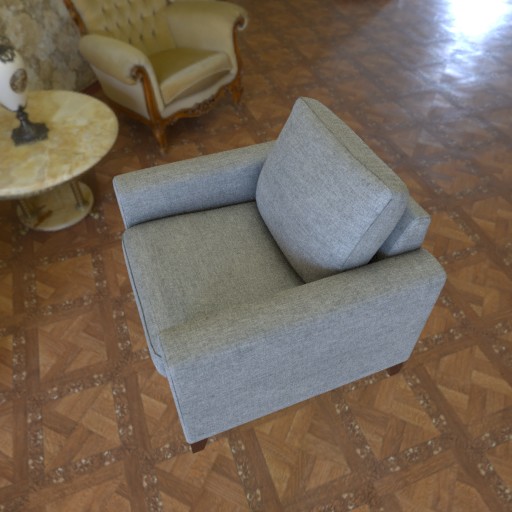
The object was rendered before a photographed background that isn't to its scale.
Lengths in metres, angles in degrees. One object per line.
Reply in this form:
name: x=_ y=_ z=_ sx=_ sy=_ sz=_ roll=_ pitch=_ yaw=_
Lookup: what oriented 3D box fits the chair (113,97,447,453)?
chair: x=0.000 y=0.000 z=1.867 sx=1.038 sy=1.010 sz=1.024 roll=-16 pitch=49 yaw=-15
